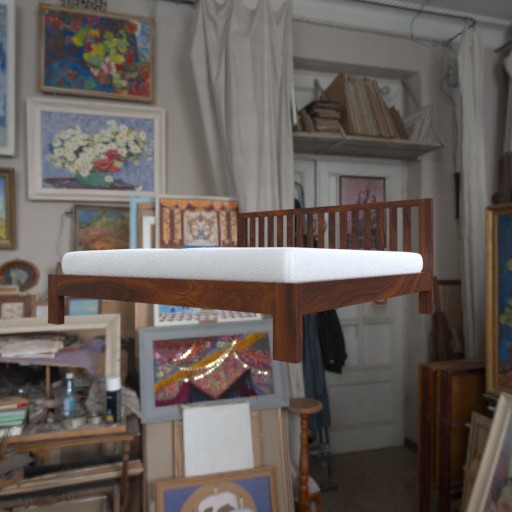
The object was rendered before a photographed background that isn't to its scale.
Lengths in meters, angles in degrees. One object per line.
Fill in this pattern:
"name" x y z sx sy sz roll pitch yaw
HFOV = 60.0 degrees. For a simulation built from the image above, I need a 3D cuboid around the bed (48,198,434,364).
"bed" 0.000 0.000 3.171 1.905 0.890 2.030 0 -1 36
